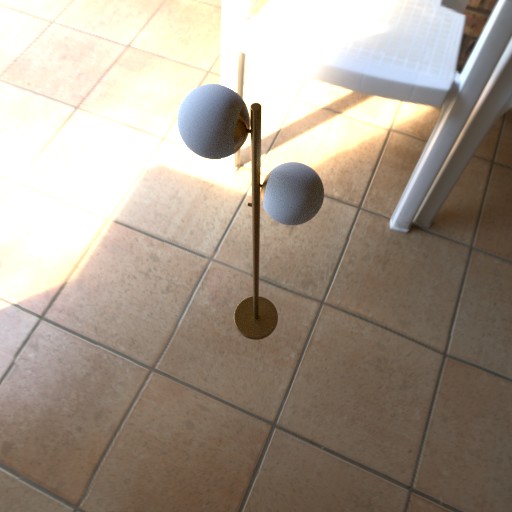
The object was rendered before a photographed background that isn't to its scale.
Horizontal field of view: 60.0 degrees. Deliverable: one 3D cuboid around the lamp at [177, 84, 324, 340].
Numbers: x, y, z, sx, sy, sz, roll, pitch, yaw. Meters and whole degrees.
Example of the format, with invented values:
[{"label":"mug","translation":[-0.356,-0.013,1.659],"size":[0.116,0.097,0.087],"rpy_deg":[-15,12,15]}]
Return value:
[{"label":"lamp","translation":[0.000,0.000,1.795],"size":[0.419,1.641,0.249],"rpy_deg":[16,65,8]}]
